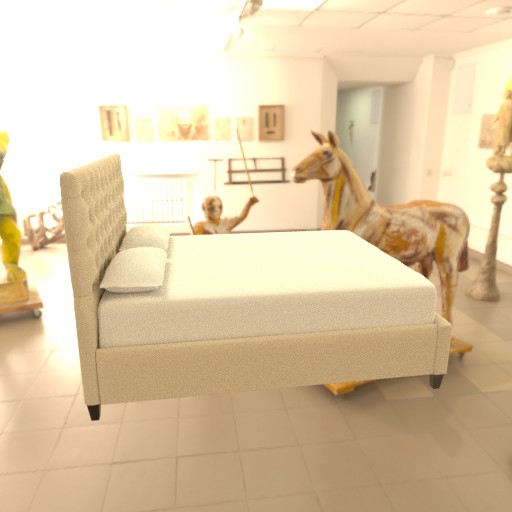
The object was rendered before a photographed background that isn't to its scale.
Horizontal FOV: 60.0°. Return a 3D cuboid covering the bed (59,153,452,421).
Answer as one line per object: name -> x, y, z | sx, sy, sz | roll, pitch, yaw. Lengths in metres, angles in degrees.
bed -> 0.000, 0.000, 3.299 | 2.233, 1.426, 1.696 | -2, 16, -8
